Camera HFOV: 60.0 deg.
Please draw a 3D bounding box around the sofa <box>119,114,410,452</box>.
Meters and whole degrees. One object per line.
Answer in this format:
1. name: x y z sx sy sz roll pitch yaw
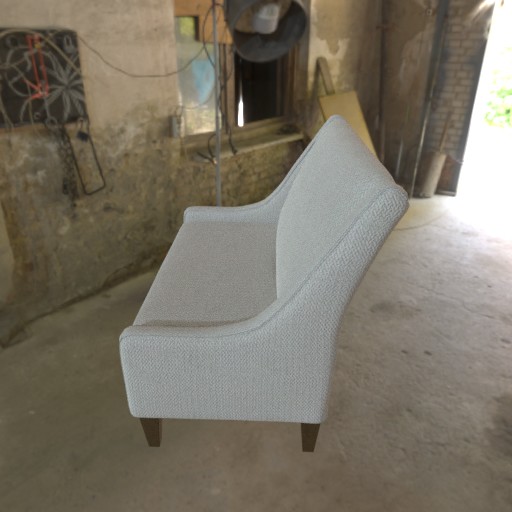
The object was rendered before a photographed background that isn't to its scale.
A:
1. sofa: 0.000 0.000 1.932 0.870 1.022 1.242 1 26 2
